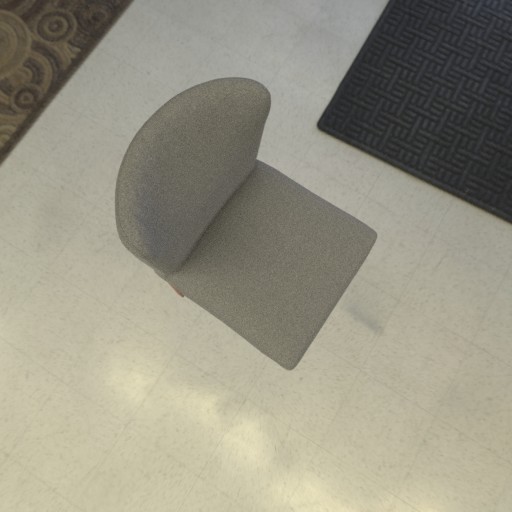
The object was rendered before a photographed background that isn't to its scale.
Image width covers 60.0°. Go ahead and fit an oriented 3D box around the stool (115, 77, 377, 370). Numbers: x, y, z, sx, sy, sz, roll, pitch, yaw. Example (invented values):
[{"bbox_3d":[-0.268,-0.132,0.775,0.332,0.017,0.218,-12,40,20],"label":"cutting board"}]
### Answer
[{"bbox_3d":[0.000,0.000,1.402,0.568,1.069,0.481,34,78,8],"label":"stool"}]
